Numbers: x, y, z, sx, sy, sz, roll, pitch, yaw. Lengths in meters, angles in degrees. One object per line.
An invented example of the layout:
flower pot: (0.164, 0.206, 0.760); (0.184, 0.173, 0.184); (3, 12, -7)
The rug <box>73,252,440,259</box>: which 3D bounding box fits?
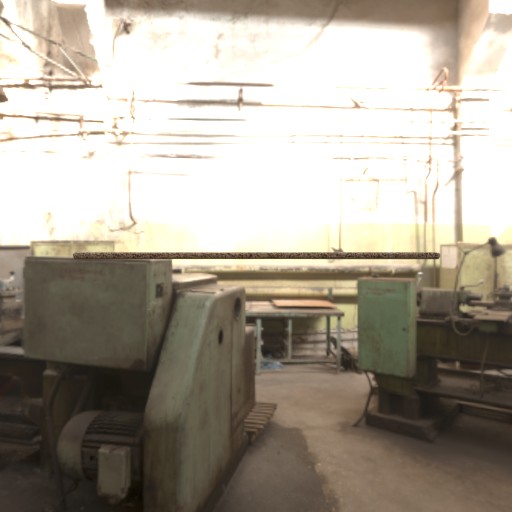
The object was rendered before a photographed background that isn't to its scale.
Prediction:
rug: (0.000, 0.000, 3.039); (1.524, 0.030, 2.438); (0, 0, 0)
